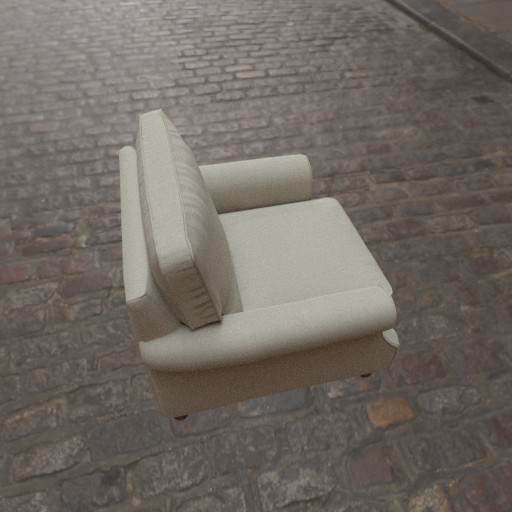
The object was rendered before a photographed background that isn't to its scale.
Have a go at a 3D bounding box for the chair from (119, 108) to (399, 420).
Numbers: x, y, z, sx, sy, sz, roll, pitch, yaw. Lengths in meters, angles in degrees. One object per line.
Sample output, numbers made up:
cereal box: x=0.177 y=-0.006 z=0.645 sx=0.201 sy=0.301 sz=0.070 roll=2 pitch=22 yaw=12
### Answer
chair: x=0.000 y=0.000 z=1.799 sx=0.966 sy=0.967 sz=1.029 roll=-10 pitch=45 yaw=-10
